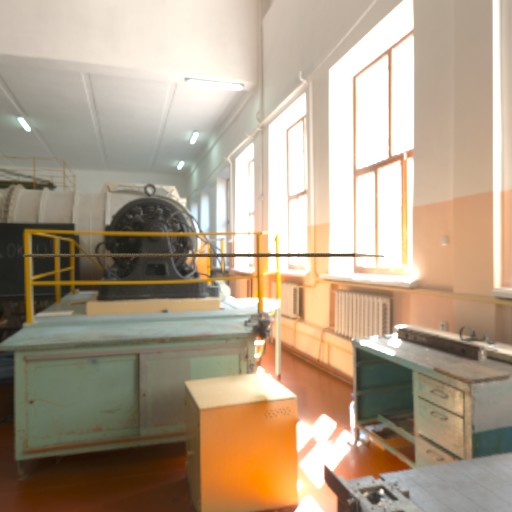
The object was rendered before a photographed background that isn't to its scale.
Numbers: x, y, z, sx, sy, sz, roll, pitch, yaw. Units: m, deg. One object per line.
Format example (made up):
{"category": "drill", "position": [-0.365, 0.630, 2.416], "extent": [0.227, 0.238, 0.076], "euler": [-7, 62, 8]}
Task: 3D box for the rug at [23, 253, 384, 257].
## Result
{"category": "rug", "position": [0.000, 0.000, 2.886], "extent": [1.526, 0.014, 2.290], "euler": [0, 0, 19]}
